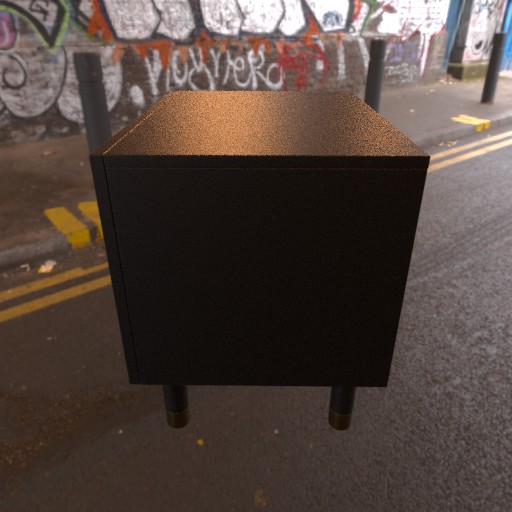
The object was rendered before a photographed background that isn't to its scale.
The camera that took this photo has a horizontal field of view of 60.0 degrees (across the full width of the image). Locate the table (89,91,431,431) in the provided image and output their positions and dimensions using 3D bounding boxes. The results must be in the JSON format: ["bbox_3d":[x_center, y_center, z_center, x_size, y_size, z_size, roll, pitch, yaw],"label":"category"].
[{"bbox_3d":[0.000,0.000,0.938,0.441,0.584,0.564,0,28,1],"label":"table"}]
